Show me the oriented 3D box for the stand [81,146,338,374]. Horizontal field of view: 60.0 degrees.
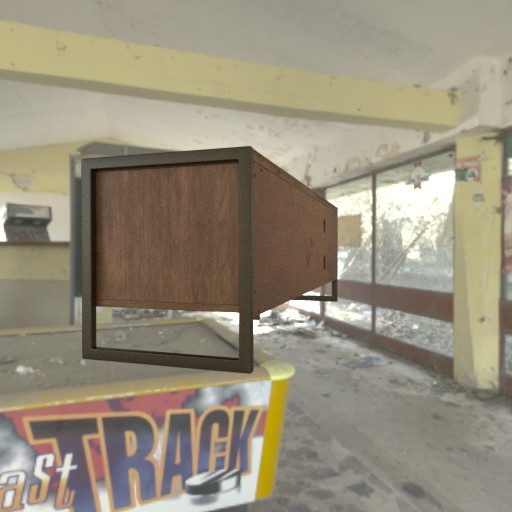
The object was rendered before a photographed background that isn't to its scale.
[{"bbox_3d":[0.000,0.000,1.755,0.454,0.506,1.480,0,1,18],"label":"stand"}]
